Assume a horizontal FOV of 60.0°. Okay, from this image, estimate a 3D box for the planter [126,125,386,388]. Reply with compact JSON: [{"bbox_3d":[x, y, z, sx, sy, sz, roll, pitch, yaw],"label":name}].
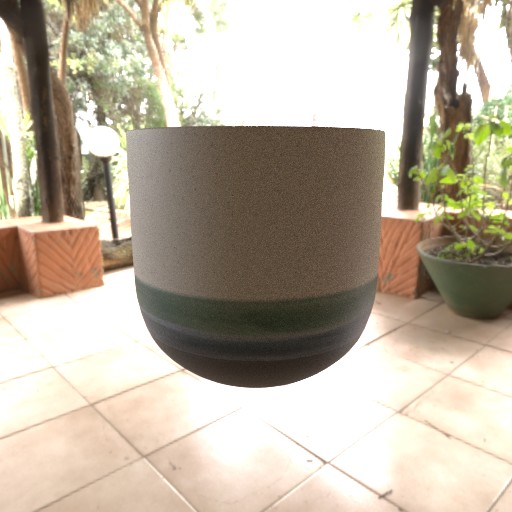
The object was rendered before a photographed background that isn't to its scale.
[{"bbox_3d":[0.000,0.000,0.502,0.268,0.270,0.268,0,13,0],"label":"planter"}]
